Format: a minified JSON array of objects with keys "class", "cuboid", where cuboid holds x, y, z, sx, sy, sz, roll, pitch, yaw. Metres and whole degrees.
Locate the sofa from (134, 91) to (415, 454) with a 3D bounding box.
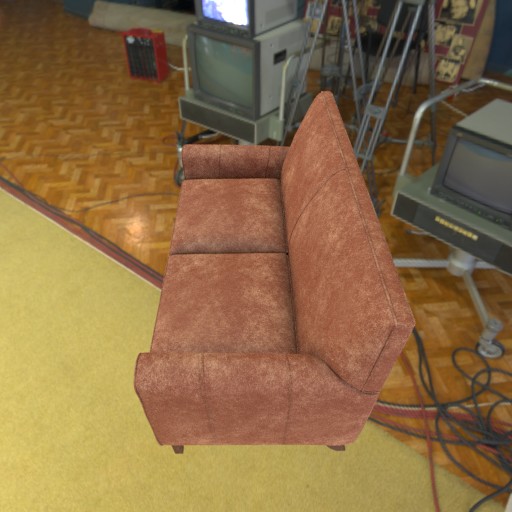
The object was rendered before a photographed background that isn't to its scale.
[{"class":"sofa","cuboid":[0.000,0.000,1.937,0.787,0.871,1.473,-1,42,-1]}]
